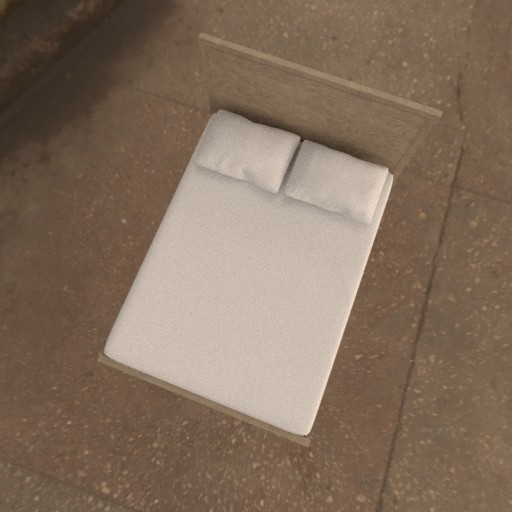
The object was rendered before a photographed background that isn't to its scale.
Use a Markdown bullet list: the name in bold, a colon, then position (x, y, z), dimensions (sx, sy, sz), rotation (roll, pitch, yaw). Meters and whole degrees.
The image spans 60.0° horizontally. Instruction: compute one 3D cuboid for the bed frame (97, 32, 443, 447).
- **bed frame**: position (0.000, 0.000, 3.184), dimensions (1.606, 1.369, 2.189), rotation (20, 76, 5)
